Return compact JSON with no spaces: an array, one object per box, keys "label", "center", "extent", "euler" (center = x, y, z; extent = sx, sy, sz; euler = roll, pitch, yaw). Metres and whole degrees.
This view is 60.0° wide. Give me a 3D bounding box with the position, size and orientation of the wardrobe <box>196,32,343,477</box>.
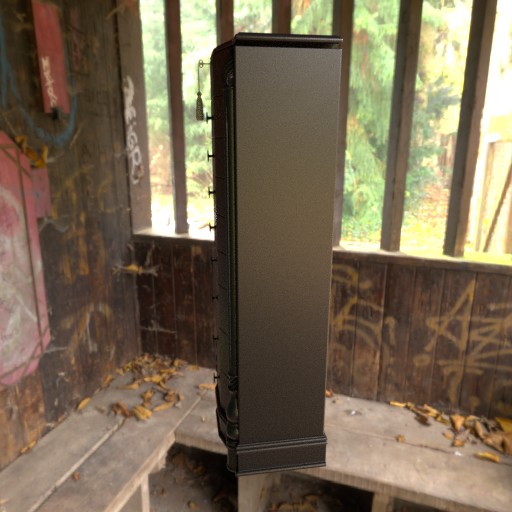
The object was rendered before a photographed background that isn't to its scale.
[{"label":"wardrobe","center":[0.000,0.000,1.192],"extent":[0.295,1.011,0.444],"euler":[-2,15,-9]}]
